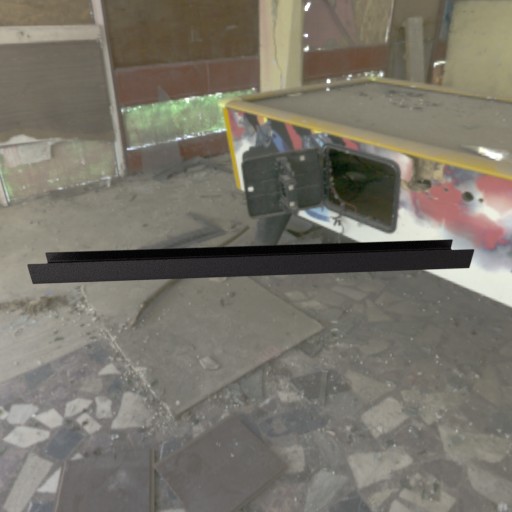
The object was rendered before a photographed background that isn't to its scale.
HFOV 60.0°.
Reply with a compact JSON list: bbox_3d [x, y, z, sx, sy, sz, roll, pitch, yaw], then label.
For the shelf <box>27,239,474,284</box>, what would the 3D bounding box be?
[{"bbox_3d":[0.000,0.000,0.965,0.924,0.049,0.092,-2,30,-3],"label":"shelf"}]
